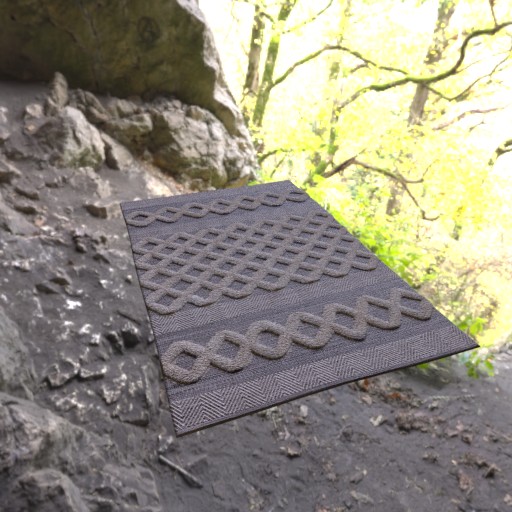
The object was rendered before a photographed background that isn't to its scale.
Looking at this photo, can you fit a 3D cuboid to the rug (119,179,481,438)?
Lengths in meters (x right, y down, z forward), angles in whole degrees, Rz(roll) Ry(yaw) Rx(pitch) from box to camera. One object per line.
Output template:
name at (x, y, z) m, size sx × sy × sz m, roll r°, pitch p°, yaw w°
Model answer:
rug at (0.000, 0.000, 2.883) m, size 1.513 × 0.033 × 2.333 m, roll -11°, pitch 33°, yaw -17°
